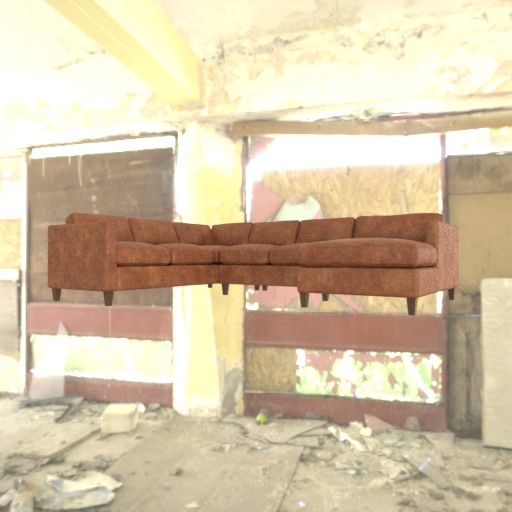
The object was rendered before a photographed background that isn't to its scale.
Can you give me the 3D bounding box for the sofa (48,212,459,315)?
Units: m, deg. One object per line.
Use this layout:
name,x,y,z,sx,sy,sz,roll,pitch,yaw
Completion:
sofa,0.000,0.000,4.434,3.324,0.888,2.452,0,0,35
